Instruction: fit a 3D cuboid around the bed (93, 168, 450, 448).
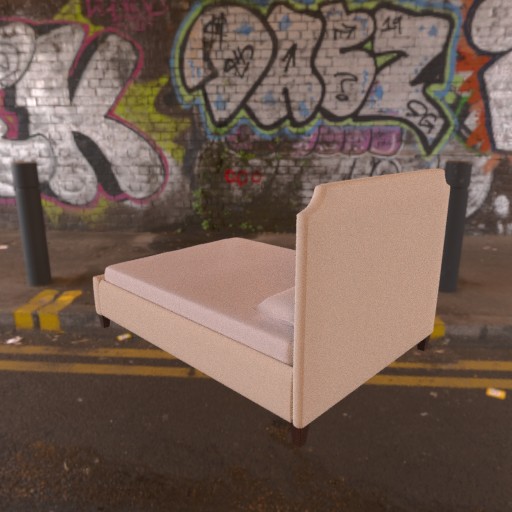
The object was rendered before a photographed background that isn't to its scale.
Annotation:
[{"bbox_3d":[0.000,0.000,3.580,2.372,1.443,1.712,15,21,42],"label":"bed"}]
